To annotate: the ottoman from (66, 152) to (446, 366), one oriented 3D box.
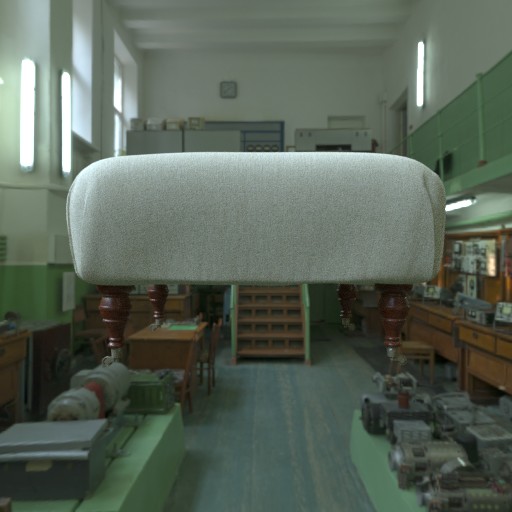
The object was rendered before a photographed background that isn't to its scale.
[{"bbox_3d":[0.000,0.000,1.117,0.747,0.450,0.622,0,0,-1],"label":"ottoman"}]
